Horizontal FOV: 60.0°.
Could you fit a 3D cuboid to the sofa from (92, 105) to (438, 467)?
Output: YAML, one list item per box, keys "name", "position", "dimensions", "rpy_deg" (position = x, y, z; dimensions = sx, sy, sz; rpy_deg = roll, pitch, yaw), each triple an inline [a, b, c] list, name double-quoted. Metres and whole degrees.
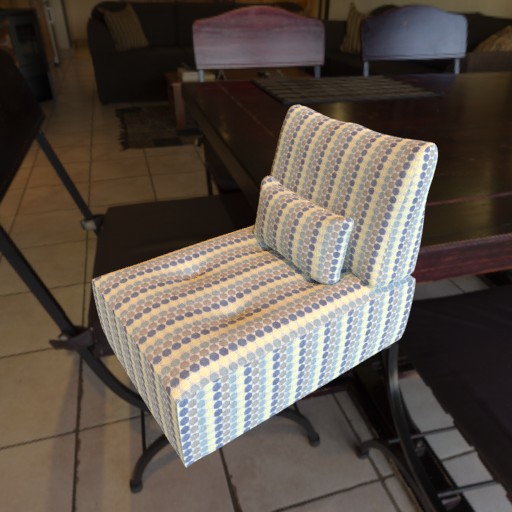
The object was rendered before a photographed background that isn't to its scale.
- name: "sofa"
  position: [0.000, 0.000, 1.580]
  dimensions: [1.000, 0.820, 0.700]
  rpy_deg: [-20, 37, -30]
